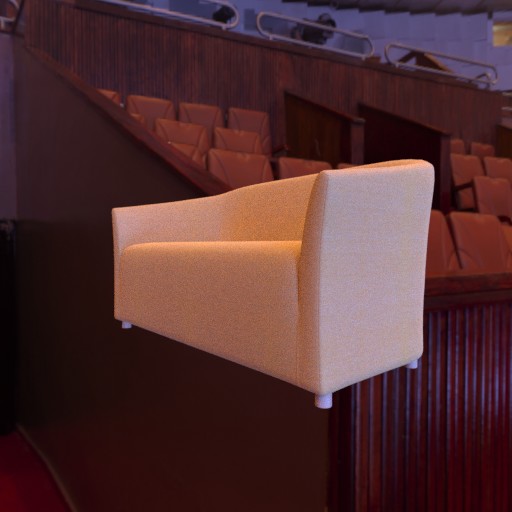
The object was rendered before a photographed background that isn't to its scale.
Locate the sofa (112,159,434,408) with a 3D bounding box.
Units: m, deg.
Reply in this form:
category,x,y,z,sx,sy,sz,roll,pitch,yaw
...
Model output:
category,x,y,z,sx,sy,sz,roll,pitch,yaw
sofa,0.000,0.000,1.821,0.705,0.721,1.452,-1,2,-37
